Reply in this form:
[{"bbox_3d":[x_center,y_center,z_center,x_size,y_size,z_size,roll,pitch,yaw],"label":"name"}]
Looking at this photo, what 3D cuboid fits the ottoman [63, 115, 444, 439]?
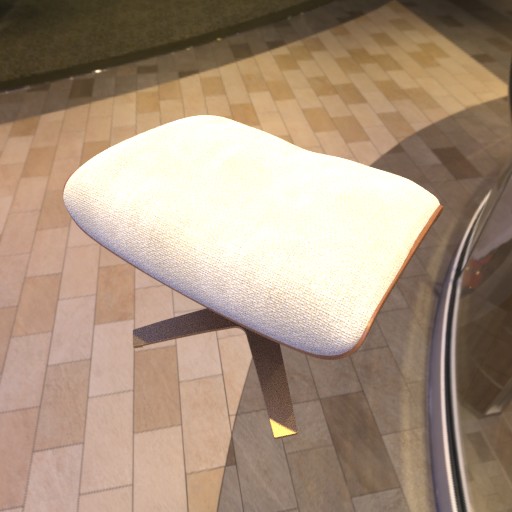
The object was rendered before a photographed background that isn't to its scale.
[{"bbox_3d":[0.000,0.000,0.814,0.520,0.391,0.394,25,50,23],"label":"ottoman"}]
